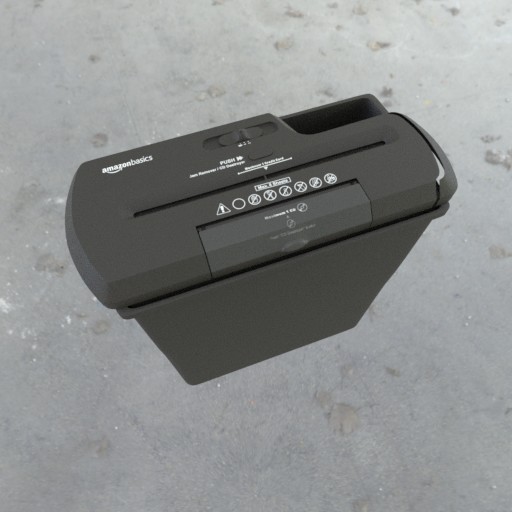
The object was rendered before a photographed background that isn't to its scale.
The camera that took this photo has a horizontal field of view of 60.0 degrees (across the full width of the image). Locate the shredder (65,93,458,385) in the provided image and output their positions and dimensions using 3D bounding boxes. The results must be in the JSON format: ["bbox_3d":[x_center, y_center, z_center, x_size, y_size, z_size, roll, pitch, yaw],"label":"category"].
[{"bbox_3d":[0.000,0.000,0.505,0.320,0.335,0.170,-18,63,-9],"label":"shredder"}]
